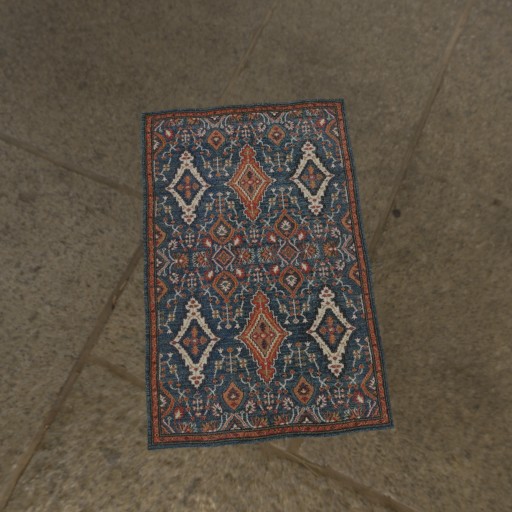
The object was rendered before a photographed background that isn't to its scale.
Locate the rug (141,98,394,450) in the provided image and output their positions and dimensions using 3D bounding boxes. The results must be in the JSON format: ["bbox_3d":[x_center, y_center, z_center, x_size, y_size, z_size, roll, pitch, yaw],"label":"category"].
[{"bbox_3d":[0.000,0.000,4.304,2.190,0.008,3.371,-5,75,-1],"label":"rug"}]
